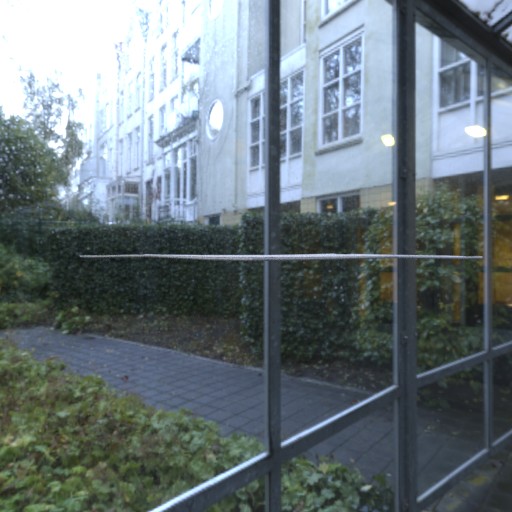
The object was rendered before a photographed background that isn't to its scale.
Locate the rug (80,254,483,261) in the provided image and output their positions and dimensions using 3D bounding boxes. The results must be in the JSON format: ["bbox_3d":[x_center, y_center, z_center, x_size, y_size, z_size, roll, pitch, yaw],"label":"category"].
[{"bbox_3d":[0.000,0.000,4.346,2.467,0.046,3.245,0,0,-37],"label":"rug"}]
